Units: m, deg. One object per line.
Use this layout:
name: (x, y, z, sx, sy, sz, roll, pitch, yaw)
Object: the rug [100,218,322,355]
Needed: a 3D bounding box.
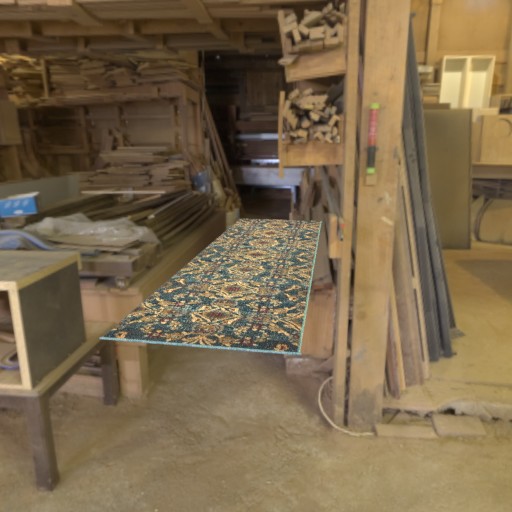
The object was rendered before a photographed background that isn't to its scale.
rug: (0.000, 0.000, 2.538, 0.685, 0.014, 2.292, 3, 15, 9)
